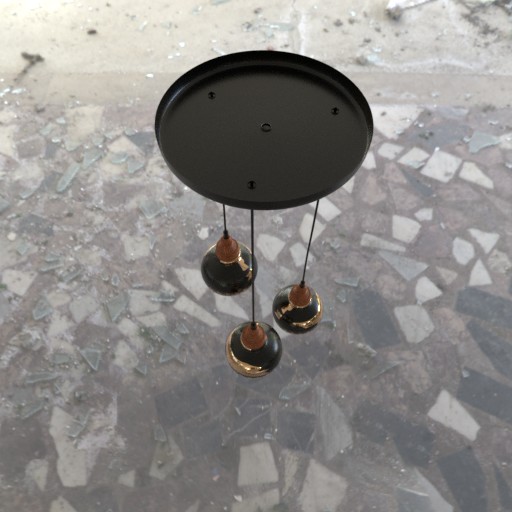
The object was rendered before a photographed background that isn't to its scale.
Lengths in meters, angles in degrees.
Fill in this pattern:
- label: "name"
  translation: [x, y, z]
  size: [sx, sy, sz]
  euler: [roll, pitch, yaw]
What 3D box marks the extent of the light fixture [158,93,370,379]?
- label: "light fixture"
  translation: [0.000, 0.000, 1.743]
  size: [0.605, 1.410, 0.608]
  euler: [32, 64, 18]
